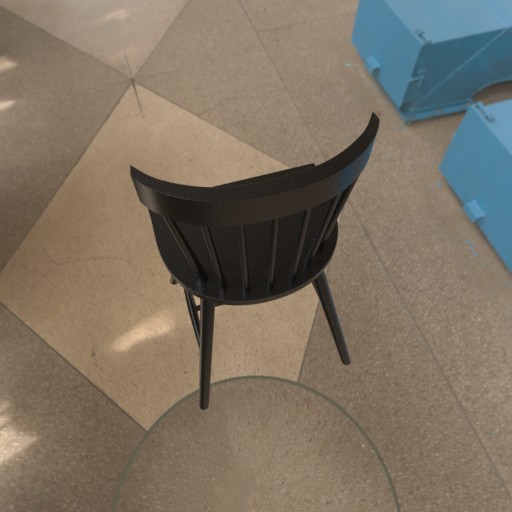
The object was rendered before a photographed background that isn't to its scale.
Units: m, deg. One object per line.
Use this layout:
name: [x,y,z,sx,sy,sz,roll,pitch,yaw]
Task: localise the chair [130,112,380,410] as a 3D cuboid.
chair: [0.000,0.000,1.159,0.506,0.844,0.483,-15,60,-9]
